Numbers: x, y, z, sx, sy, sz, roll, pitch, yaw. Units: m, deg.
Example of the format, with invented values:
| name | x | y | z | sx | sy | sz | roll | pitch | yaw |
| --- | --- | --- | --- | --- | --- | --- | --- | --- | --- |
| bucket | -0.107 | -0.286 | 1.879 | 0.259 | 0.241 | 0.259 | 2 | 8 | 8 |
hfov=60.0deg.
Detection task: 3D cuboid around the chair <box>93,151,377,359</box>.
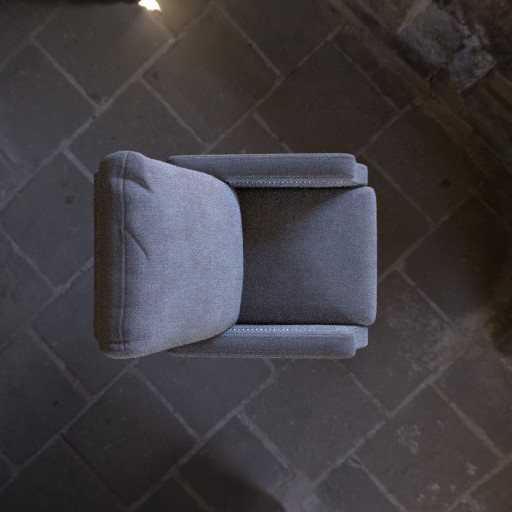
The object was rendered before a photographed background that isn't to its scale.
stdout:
| name | x | y | z | sx | sy | sz | roll | pitch | yaw |
| --- | --- | --- | --- | --- | --- | --- | --- | --- | --- |
| chair | 0.000 | 0.000 | 1.634 | 0.922 | 1.049 | 0.710 | 0 | 90 | 1 |
